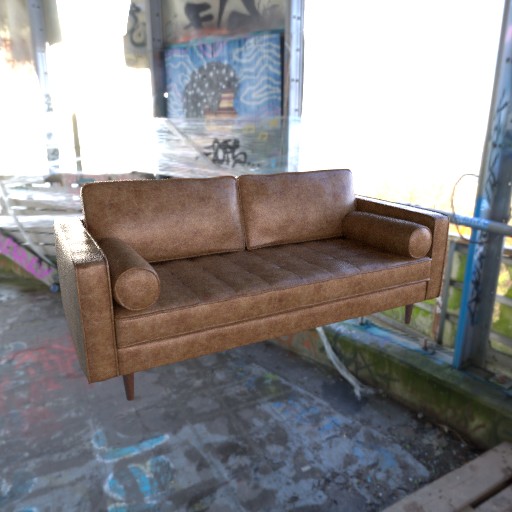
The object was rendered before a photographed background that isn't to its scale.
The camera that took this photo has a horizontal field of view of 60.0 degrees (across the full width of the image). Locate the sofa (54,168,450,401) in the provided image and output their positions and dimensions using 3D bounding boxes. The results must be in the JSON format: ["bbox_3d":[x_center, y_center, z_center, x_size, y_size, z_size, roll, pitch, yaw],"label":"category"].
[{"bbox_3d":[0.000,0.000,2.380,1.920,0.825,0.924,-8,18,-27],"label":"sofa"}]
